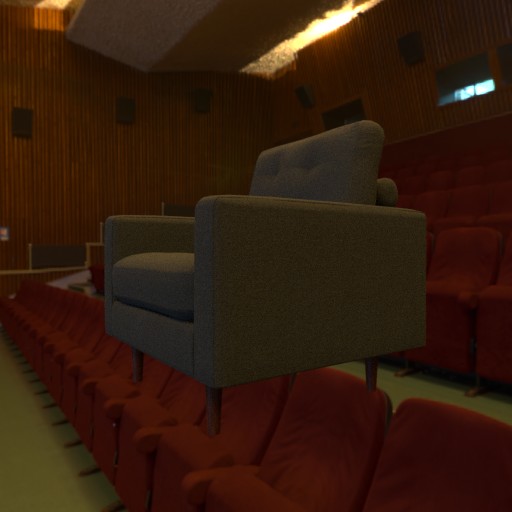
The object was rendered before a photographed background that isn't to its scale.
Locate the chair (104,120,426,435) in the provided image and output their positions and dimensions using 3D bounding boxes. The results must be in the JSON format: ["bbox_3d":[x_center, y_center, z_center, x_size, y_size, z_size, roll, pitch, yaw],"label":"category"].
[{"bbox_3d":[0.000,0.000,1.517,0.843,0.880,0.821,-1,1,-35],"label":"chair"}]
